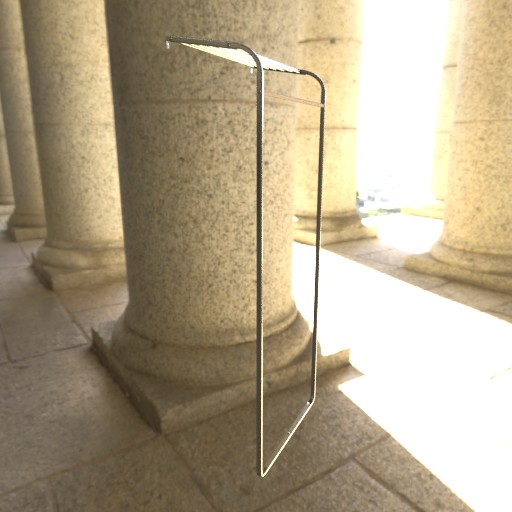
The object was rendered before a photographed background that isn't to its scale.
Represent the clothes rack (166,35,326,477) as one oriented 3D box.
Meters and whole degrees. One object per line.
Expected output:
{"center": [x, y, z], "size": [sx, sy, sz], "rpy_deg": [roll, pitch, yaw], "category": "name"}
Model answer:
{"center": [0.000, 0.000, 1.813], "size": [0.349, 1.574, 0.609], "rpy_deg": [7, 16, 26], "category": "clothes rack"}
